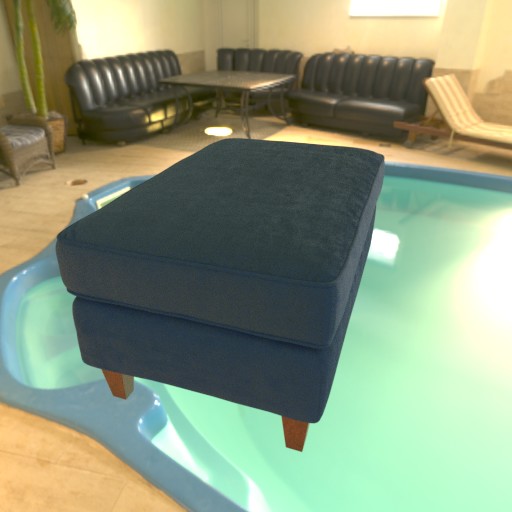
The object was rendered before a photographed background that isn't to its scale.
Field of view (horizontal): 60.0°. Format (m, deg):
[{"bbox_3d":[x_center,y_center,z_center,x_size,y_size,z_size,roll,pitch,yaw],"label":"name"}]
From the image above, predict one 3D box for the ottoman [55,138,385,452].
[{"bbox_3d":[0.000,0.000,1.225,0.583,0.484,0.862,10,30,17],"label":"ottoman"}]
